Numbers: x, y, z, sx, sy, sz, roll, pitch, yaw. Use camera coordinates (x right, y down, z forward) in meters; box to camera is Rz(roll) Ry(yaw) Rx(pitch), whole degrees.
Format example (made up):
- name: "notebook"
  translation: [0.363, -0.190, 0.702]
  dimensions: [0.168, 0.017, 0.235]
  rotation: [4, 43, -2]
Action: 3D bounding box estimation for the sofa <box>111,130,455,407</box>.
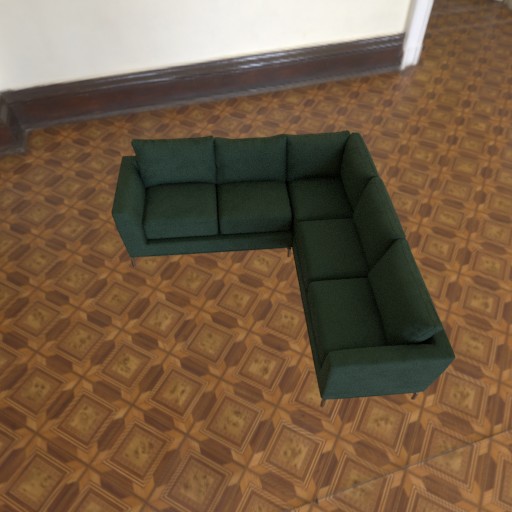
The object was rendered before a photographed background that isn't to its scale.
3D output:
- name: "sofa"
  translation: [0.000, 0.000, 3.849]
  dimensions: [2.468, 1.004, 2.452]
  rotation: [-4, 49, -3]
